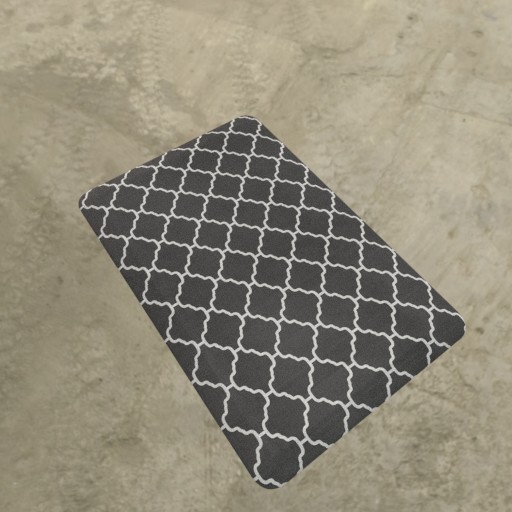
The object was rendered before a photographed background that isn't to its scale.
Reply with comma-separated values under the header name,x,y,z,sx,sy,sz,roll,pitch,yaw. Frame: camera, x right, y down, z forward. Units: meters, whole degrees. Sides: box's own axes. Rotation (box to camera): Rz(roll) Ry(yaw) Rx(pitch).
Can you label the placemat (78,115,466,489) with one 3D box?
name,x,y,z,sx,sy,sz,roll,pitch,yaw
placemat,0.000,0.000,0.949,0.508,0.021,0.762,-32,64,-18
